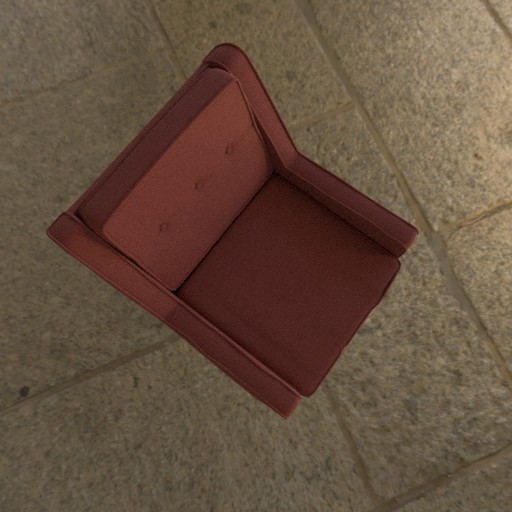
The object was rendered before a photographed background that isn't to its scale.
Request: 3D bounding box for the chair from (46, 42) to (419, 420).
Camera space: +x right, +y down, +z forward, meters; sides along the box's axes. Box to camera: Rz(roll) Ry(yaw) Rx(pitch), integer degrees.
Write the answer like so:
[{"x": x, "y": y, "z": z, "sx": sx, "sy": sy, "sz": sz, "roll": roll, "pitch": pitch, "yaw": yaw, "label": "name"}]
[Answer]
[{"x": 0.000, "y": 0.000, "z": 1.375, "sx": 0.770, "sy": 0.812, "sz": 0.680, "roll": 37, "pitch": 79, "yaw": 8, "label": "chair"}]
